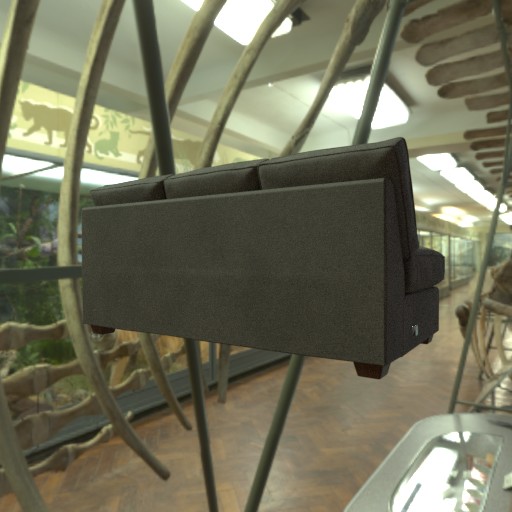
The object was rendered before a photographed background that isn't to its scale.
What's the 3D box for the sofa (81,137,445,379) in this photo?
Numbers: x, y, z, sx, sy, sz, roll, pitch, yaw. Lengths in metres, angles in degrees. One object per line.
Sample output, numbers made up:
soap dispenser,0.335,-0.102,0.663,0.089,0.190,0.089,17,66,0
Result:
sofa,0.000,0.000,2.630,1.962,0.973,1.027,0,0,34
